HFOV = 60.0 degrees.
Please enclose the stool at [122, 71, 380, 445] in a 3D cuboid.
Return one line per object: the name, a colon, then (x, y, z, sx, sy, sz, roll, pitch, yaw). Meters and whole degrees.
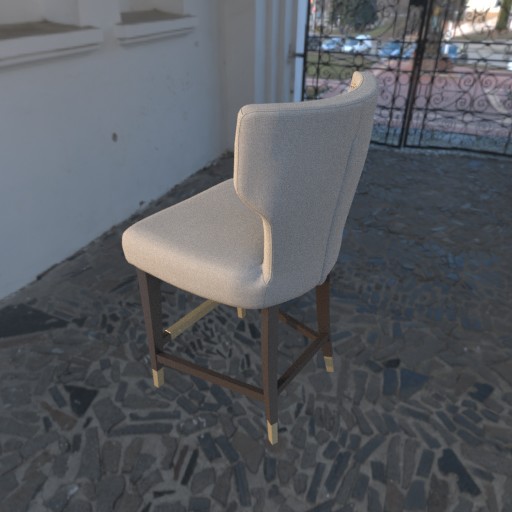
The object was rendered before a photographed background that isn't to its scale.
stool: (0.000, 0.000, 1.300, 0.563, 0.982, 0.527, 21, 37, 31)
